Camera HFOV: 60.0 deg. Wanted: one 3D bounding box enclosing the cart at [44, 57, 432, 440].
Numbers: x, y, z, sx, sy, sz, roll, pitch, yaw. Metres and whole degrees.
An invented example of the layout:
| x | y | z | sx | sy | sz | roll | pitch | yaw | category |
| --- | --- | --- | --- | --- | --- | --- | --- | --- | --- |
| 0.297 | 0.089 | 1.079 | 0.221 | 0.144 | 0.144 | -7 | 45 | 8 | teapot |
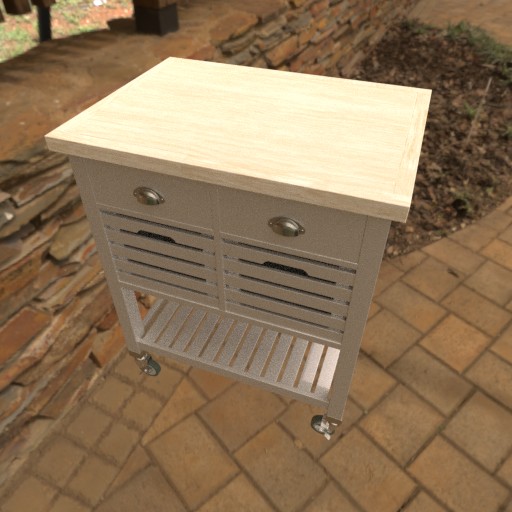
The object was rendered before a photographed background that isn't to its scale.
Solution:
| x | y | z | sx | sy | sz | roll | pitch | yaw | category |
| --- | --- | --- | --- | --- | --- | --- | --- | --- | --- |
| 0.000 | 0.000 | 1.349 | 0.762 | 0.914 | 0.559 | 14 | 43 | 15 | cart |
